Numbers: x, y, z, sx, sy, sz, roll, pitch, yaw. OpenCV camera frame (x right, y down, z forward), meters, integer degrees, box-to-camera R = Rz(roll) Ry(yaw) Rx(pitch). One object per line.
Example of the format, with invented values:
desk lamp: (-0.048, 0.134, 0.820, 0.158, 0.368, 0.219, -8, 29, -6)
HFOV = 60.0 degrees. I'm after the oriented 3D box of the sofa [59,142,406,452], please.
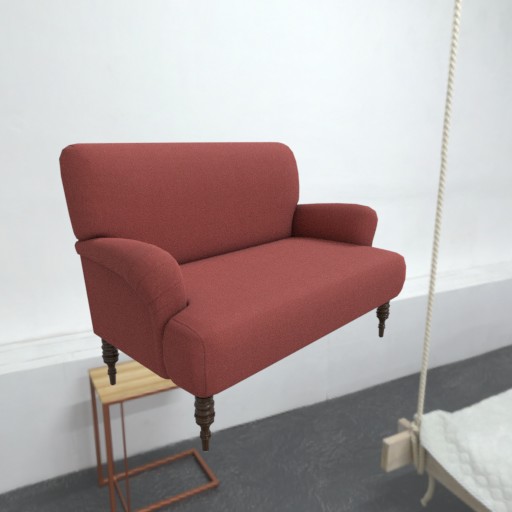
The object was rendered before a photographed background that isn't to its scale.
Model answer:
sofa: (0.000, 0.000, 1.795, 0.779, 0.889, 1.297, 13, 20, 41)
